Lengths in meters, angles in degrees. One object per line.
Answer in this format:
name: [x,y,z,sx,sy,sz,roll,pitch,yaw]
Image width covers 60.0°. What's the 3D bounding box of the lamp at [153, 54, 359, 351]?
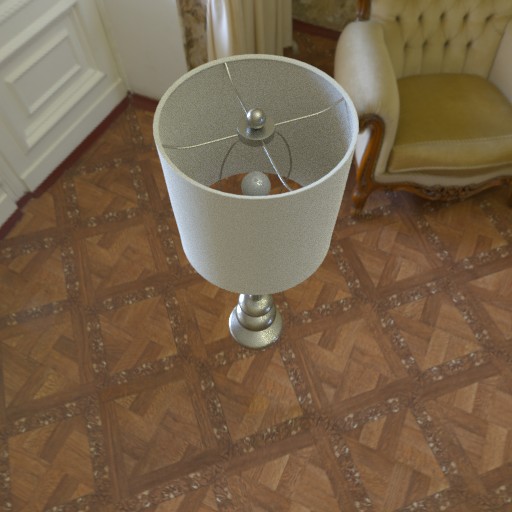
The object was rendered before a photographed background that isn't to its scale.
lamp: [0.000,0.000,0.834,0.254,0.690,0.254,-18,61,-10]
